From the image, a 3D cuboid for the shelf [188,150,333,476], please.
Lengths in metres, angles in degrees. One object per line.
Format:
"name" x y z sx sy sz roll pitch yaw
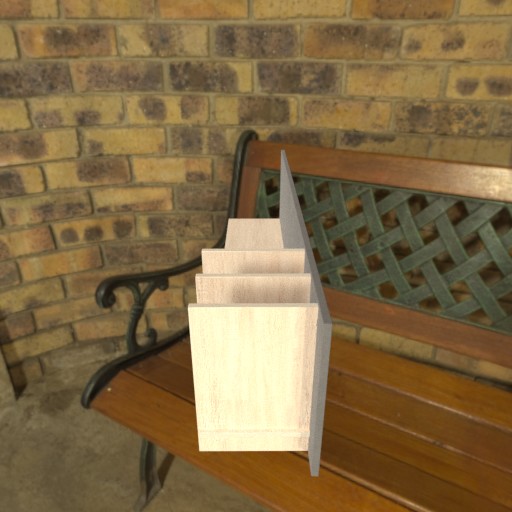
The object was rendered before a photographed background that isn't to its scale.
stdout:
"shelf" 0.000 0.000 1.114 0.200 0.300 1.020 0 26 0
